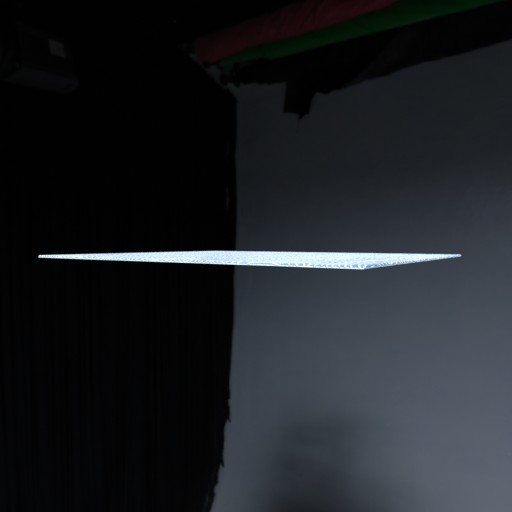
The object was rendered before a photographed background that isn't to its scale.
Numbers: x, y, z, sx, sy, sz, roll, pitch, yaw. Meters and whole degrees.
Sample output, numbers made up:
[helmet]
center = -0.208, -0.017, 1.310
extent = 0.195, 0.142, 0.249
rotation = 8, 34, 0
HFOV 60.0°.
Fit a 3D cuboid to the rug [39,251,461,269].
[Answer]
[rug]
center = 0.000, 0.000, 4.082
extent = 3.042, 0.021, 2.456
rotation = 1, 2, 35
